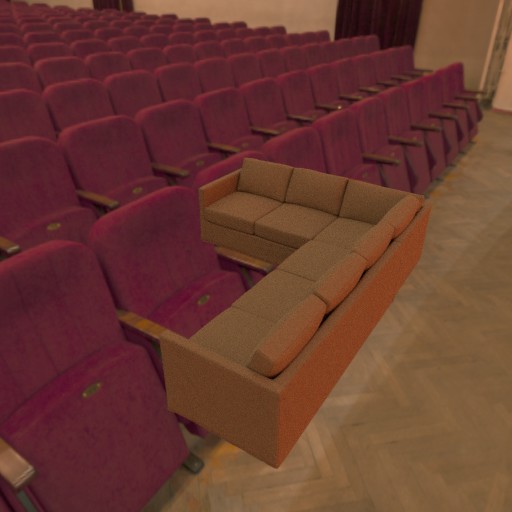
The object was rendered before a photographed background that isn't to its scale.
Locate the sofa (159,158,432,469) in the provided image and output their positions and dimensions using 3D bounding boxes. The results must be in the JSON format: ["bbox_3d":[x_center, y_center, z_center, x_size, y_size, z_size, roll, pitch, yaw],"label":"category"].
[{"bbox_3d":[0.000,0.000,4.283,2.432,0.871,3.182,18,34,29],"label":"sofa"}]
